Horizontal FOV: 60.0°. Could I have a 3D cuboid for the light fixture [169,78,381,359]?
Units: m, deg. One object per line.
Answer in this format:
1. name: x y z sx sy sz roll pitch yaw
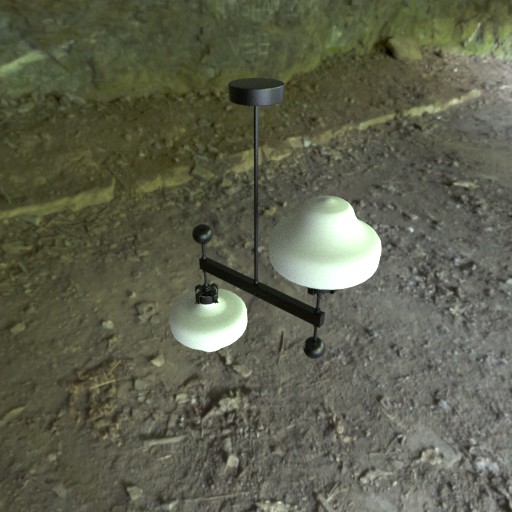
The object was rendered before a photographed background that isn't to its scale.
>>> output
1. light fixture: 0.000 0.000 1.004 0.489 0.743 0.422 1 32 2
